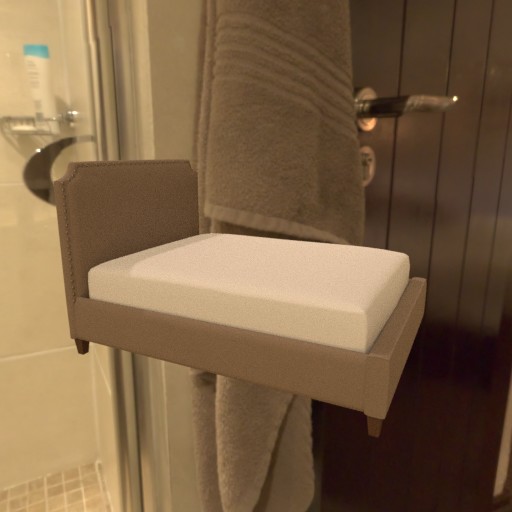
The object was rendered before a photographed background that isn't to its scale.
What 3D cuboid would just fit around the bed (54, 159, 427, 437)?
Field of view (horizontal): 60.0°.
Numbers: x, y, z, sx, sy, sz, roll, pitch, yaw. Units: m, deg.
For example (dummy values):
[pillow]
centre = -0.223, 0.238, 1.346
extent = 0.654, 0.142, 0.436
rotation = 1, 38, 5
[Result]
[bed]
centre = 0.000, 0.000, 3.449
extent = 2.372, 1.443, 1.713
rotation = 7, 15, 26
